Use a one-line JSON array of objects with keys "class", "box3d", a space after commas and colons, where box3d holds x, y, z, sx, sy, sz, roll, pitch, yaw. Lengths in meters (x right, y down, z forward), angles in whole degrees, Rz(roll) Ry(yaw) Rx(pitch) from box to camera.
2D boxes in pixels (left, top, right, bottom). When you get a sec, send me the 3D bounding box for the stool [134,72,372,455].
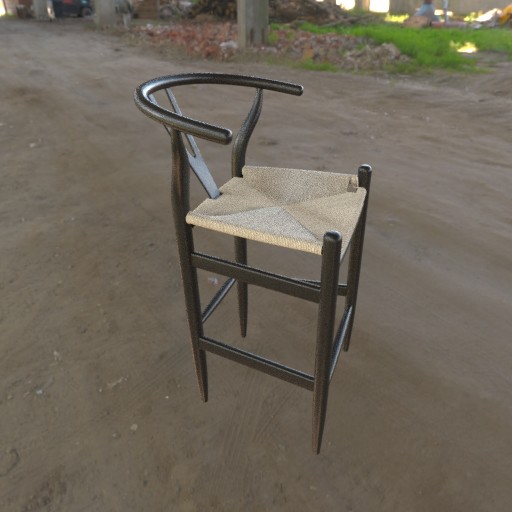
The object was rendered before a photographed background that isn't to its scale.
[{"class": "stool", "box3d": [0.000, 0.000, 1.324, 0.579, 0.970, 0.569, 11, 32, 18]}]
